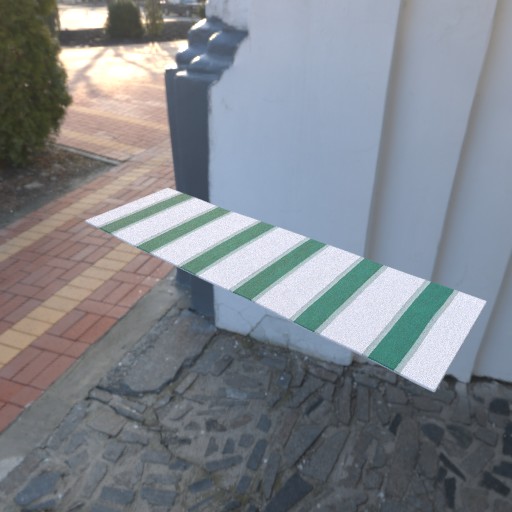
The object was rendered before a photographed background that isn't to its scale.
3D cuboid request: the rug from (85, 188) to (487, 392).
[{"bbox_3d":[0.000,0.000,2.680,2.438,0.012,0.768,22,38,32],"label":"rug"}]
